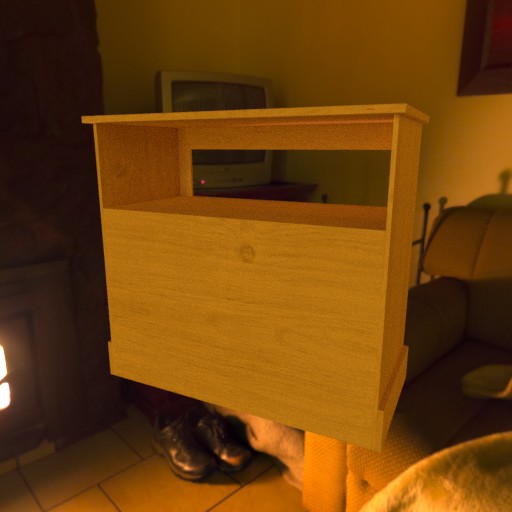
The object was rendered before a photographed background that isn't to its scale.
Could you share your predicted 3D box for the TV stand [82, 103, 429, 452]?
[{"bbox_3d":[0.000,0.000,1.308,0.851,0.787,0.430,7,15,26],"label":"TV stand"}]
